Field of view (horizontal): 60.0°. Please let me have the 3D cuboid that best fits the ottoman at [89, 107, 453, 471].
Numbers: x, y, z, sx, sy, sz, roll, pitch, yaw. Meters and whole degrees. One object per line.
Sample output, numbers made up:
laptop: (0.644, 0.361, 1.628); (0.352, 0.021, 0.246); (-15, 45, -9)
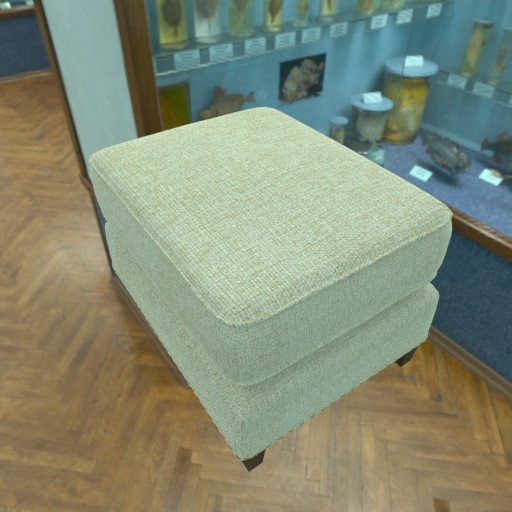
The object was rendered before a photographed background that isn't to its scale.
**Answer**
ottoman: (0.000, 0.000, 1.140); (0.589, 0.537, 0.738); (-24, 46, -25)
